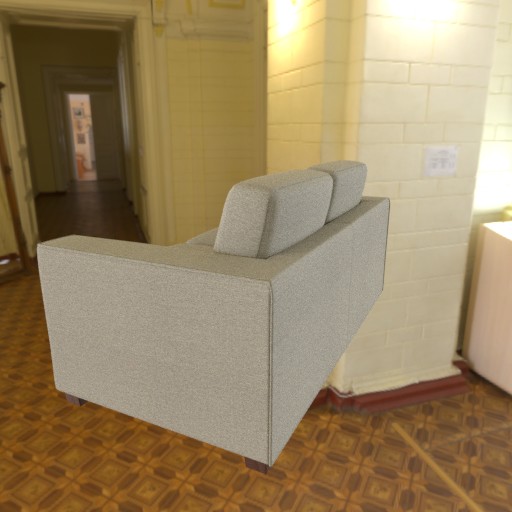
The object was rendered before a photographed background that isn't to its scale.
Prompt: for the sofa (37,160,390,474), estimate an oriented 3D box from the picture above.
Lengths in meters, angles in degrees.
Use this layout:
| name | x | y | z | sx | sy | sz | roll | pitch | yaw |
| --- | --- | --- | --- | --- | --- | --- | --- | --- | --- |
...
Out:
| name | x | y | z | sx | sy | sz | roll | pitch | yaw |
| --- | --- | --- | --- | --- | --- | --- | --- | --- | --- |
| sofa | 0.000 | 0.000 | 2.294 | 1.007 | 0.924 | 1.812 | 8 | 18 | 25 |
